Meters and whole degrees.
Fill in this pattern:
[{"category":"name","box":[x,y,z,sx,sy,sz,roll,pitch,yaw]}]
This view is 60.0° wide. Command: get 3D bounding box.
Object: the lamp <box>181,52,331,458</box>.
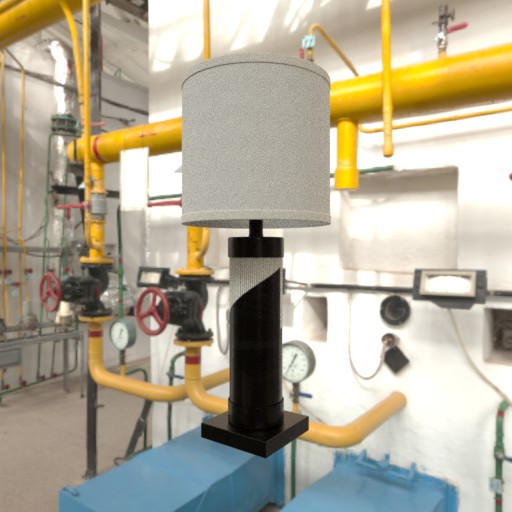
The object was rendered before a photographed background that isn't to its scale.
[{"category":"lamp","box":[0.000,0.000,0.633,0.211,0.509,0.211,0,1,36]}]
